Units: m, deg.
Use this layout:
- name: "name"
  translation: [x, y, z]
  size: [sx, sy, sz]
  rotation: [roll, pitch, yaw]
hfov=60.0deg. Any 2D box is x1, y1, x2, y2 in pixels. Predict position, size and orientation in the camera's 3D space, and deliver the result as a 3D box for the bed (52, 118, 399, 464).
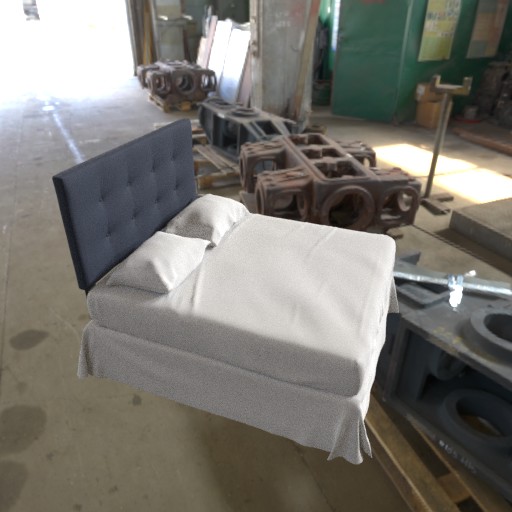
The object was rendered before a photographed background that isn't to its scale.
- name: "bed"
  translation: [0.000, 0.000, 3.418]
  size: [2.222, 1.577, 1.936]
  rotation: [11, 32, 18]
